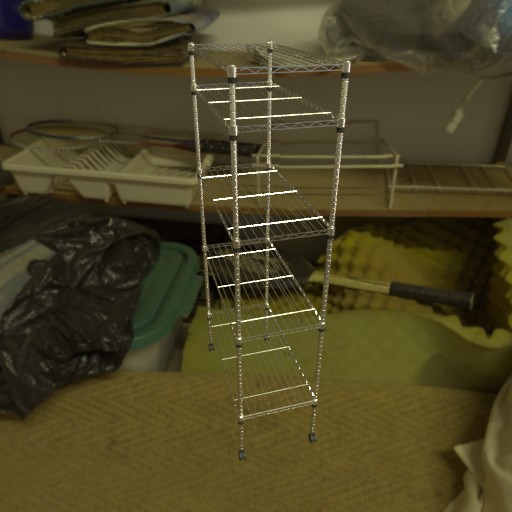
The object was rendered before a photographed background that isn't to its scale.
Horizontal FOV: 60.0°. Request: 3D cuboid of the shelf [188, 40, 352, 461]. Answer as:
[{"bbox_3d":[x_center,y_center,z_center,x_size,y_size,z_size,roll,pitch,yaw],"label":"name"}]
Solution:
[{"bbox_3d":[0.000,0.000,1.878,0.356,1.587,0.762,-8,31,-14],"label":"shelf"}]
